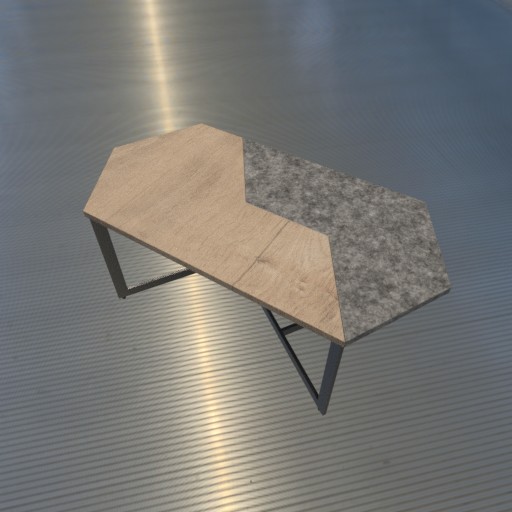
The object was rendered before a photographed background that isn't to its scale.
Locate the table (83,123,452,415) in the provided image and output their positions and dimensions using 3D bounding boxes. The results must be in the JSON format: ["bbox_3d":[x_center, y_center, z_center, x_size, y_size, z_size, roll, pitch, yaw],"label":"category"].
[{"bbox_3d":[0.000,0.000,1.556,1.219,0.457,0.609,25,52,21],"label":"table"}]
